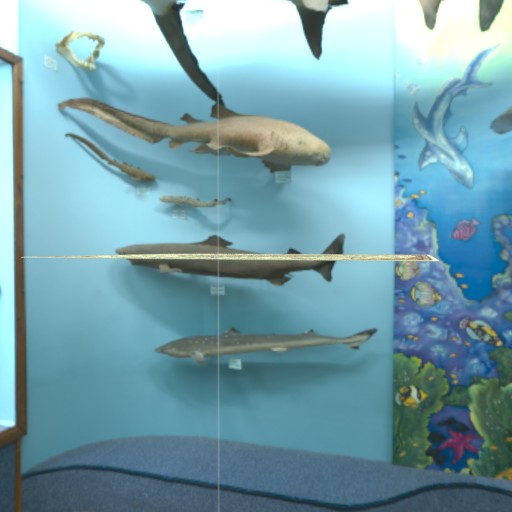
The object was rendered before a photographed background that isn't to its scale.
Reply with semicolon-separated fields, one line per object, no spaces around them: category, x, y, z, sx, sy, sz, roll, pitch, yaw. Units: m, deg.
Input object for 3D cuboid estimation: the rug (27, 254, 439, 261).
rug;0.000;0.000;4.130;3.067;0.005;2.454;0;1;20
